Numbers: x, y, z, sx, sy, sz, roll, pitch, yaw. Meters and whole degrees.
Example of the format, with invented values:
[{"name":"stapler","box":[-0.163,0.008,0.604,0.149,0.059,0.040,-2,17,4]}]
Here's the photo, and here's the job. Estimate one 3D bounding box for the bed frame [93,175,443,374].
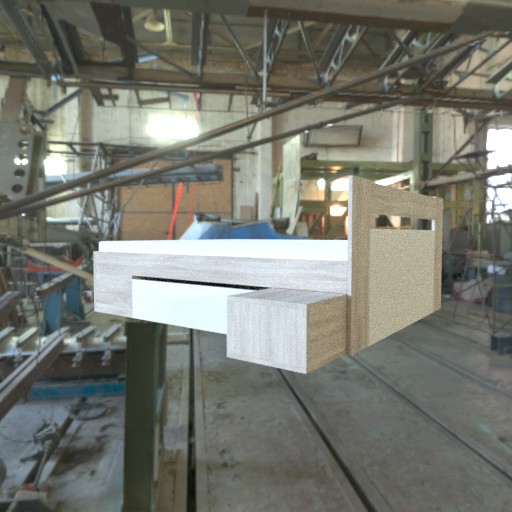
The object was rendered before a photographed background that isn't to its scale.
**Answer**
[{"name":"bed frame","box":[0.000,0.000,3.194,2.050,0.860,2.040,2,4,36]}]
